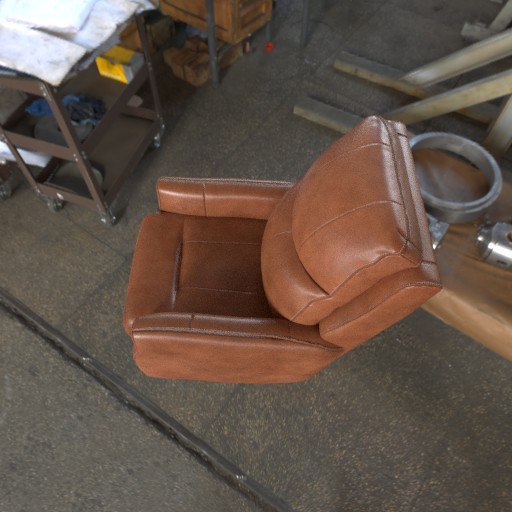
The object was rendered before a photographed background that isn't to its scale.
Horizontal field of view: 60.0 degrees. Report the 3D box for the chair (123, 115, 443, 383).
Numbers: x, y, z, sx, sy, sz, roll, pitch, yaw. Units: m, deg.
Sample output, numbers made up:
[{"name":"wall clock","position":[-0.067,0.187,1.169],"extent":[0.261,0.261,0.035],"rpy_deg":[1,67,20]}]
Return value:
[{"name":"chair","position":[0.000,0.000,1.773],"extent":[1.072,1.016,0.821],"rpy_deg":[1,58,1]}]
